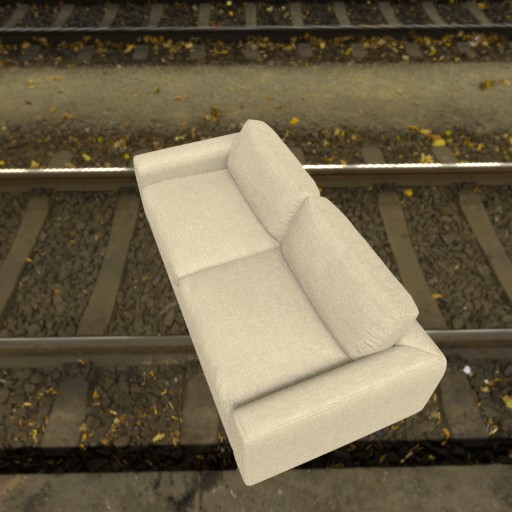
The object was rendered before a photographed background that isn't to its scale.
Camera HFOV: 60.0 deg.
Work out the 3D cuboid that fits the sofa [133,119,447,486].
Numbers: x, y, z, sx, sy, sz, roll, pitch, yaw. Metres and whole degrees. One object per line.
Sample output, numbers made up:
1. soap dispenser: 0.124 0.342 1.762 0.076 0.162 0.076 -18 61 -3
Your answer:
1. sofa: 0.000 0.000 2.752 1.070 0.801 2.262 -17 49 -15
